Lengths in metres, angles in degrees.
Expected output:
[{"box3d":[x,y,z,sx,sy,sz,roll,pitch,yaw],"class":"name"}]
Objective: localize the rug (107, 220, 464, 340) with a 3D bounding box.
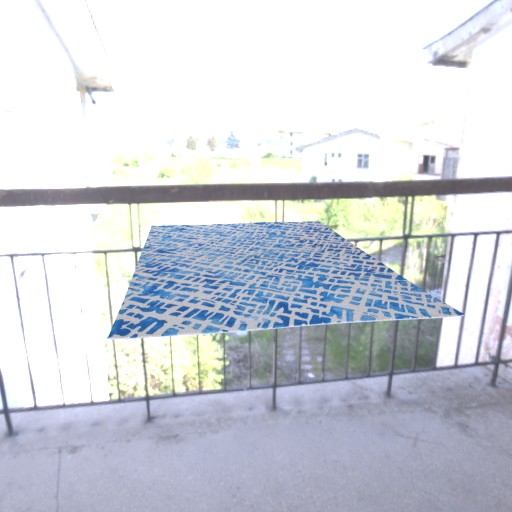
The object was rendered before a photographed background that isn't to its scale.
[{"box3d":[0.000,0.000,2.327,1.209,0.011,1.830,-2,15,-8],"class":"rug"}]
